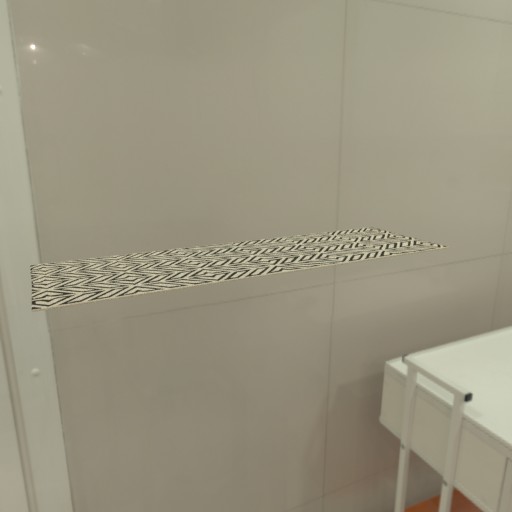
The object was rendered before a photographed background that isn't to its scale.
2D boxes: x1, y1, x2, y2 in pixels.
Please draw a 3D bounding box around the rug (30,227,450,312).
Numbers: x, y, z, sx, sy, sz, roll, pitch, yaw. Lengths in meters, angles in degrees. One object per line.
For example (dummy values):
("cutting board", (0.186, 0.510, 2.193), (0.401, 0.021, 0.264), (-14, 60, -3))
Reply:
("rug", (0.000, 0.000, 2.669), (2.435, 0.009, 0.750), (-7, 17, -26))
